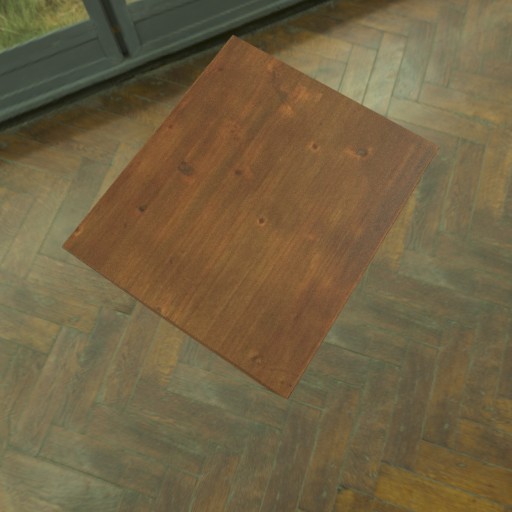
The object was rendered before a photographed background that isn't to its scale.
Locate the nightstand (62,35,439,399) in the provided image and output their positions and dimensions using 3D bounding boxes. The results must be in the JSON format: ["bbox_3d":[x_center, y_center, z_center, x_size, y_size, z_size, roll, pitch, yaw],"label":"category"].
[{"bbox_3d":[0.000,0.000,1.026,0.410,0.695,0.465,32,76,9],"label":"nightstand"}]
